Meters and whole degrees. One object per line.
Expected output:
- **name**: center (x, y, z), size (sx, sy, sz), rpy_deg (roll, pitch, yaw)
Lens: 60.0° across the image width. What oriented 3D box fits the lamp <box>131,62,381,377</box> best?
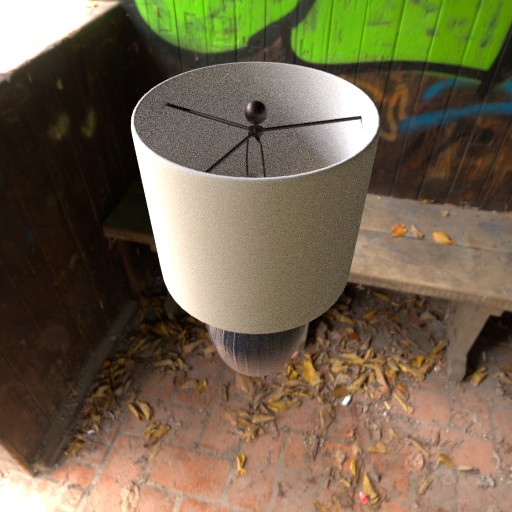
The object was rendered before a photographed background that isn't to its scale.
- **lamp**: center (0.000, 0.000, 0.783), size (0.329, 0.570, 0.329), rpy_deg (-10, 46, -10)
